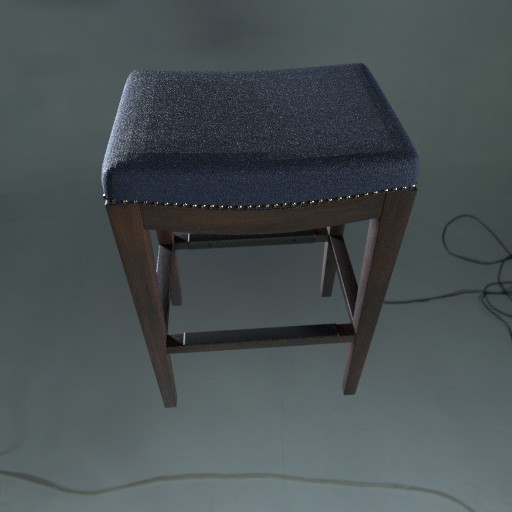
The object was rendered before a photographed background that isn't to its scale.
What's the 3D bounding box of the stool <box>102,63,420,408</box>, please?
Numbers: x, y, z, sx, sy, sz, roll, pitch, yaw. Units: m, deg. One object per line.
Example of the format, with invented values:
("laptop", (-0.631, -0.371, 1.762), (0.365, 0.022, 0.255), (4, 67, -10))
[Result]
("stool", (0.000, 0.000, 1.018), (0.498, 0.740, 0.358), (-3, 46, -3))
